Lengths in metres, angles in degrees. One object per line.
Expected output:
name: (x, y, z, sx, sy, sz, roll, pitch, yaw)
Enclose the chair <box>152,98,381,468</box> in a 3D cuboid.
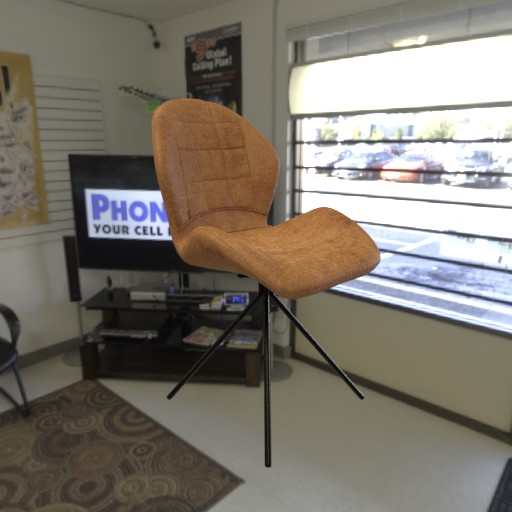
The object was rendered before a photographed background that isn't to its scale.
chair: (0.000, 0.000, 1.328, 0.527, 0.929, 0.640, -14, 20, -43)
